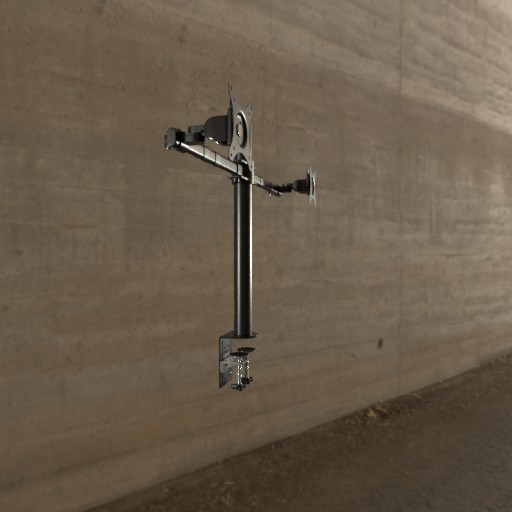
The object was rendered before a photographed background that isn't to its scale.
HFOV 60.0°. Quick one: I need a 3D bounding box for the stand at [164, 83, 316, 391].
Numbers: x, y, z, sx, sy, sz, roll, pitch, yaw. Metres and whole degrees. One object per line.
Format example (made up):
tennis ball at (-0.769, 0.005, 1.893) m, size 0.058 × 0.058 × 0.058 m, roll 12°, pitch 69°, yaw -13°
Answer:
stand at (0.000, 0.000, 1.010) m, size 0.150 × 0.603 × 0.743 m, roll 0°, pitch 1°, yaw 17°
